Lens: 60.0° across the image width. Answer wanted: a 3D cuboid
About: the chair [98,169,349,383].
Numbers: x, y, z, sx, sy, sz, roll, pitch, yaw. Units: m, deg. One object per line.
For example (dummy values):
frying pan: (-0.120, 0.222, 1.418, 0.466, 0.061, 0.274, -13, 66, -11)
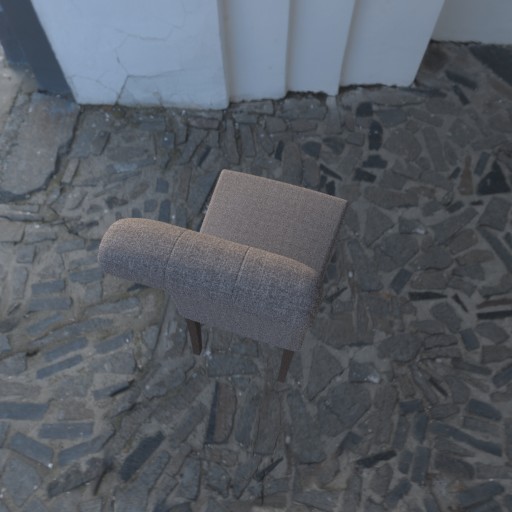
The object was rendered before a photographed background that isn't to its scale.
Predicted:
chair: (0.000, 0.000, 1.322, 0.456, 1.006, 0.671, 16, 64, 8)
